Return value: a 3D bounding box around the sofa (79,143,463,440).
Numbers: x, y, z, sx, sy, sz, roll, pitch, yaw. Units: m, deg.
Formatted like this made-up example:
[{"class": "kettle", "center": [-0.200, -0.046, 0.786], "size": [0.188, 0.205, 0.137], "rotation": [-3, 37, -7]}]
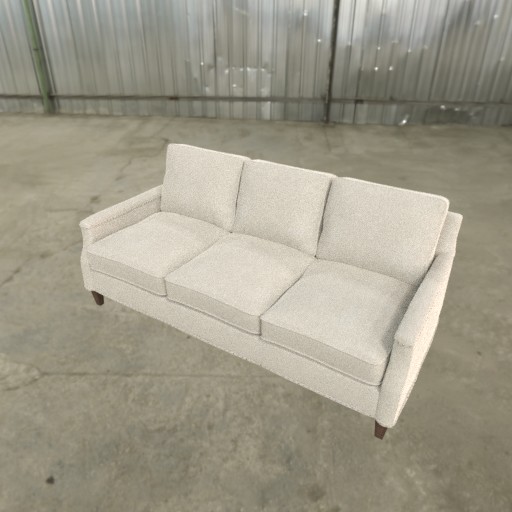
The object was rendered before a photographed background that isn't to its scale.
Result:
[{"class": "sofa", "center": [0.000, 0.000, 2.851], "size": [2.246, 1.003, 1.084], "rotation": [18, 35, 28]}]
